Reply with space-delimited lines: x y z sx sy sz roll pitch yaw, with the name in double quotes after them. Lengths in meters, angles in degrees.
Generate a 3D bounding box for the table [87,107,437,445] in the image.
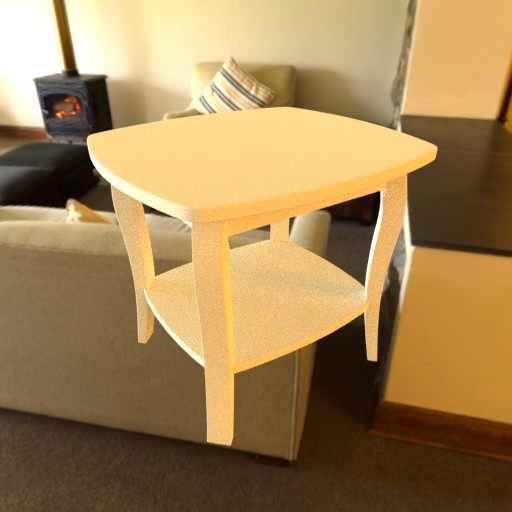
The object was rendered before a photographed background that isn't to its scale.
0.000 0.000 0.838 0.502 0.438 0.451 -19 35 -30 "table"
